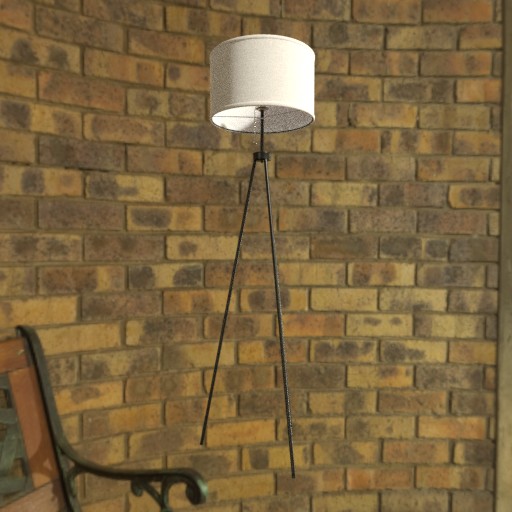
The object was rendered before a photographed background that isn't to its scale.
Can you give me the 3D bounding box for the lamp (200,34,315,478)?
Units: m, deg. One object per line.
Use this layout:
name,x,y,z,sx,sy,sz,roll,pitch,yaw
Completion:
lamp,0.000,0.000,1.748,0.458,1.545,0.448,0,2,-1
